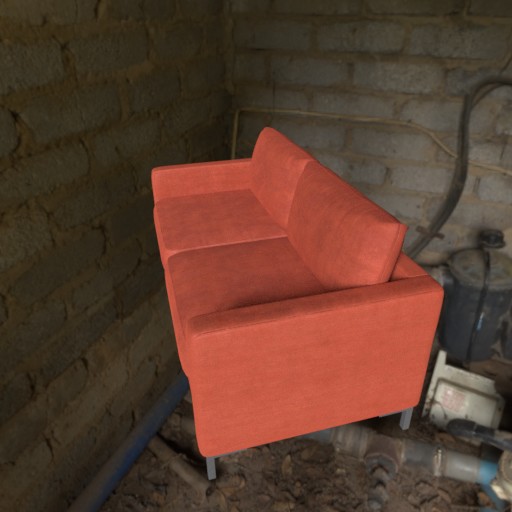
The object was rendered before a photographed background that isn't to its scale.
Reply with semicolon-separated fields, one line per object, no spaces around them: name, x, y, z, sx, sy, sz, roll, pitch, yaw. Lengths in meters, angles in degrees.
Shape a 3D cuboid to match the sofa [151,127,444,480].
sofa;0.000;0.000;2.087;0.864;0.896;1.574;-8;31;-14
